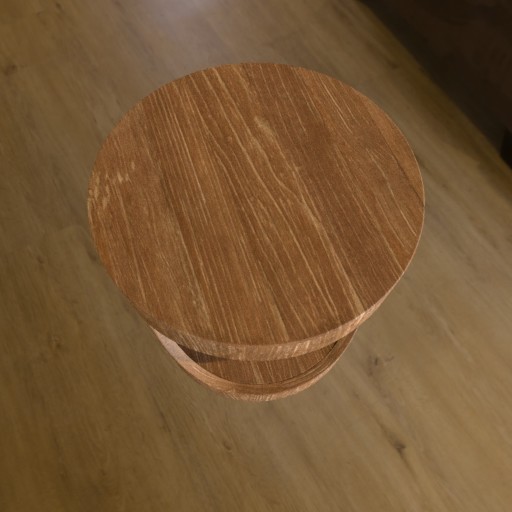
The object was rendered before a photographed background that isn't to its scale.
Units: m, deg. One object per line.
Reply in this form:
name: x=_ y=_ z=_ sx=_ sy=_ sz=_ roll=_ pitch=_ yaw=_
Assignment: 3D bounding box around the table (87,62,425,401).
table: x=0.000 y=0.000 z=0.949 sx=0.527 sy=0.551 sz=0.527 roll=0 pitch=65 yaw=0
